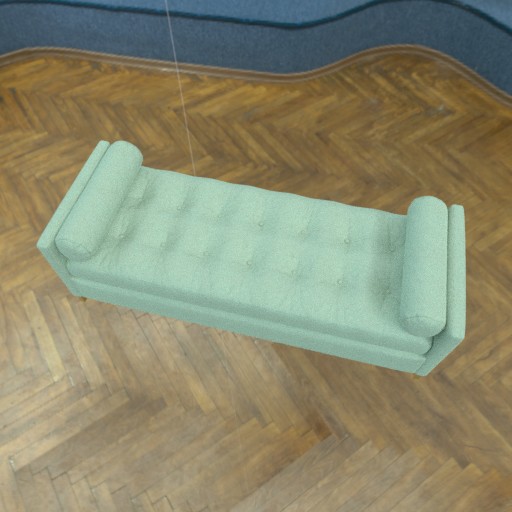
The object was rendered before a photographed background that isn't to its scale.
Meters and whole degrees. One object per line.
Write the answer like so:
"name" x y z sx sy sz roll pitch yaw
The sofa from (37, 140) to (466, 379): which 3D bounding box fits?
"sofa" 0.000 0.000 2.518 2.102 0.705 0.796 12 58 7
